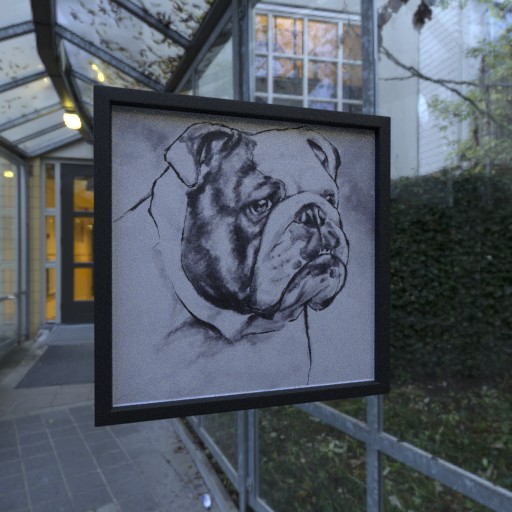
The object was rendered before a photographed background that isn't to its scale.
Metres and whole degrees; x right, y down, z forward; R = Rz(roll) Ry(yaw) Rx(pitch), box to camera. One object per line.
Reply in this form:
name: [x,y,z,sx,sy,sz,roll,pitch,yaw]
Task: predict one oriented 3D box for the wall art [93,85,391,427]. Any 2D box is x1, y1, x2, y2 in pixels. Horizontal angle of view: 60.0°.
wall art: [0.000,0.000,0.664,0.456,0.453,0.022,0,1,-18]
